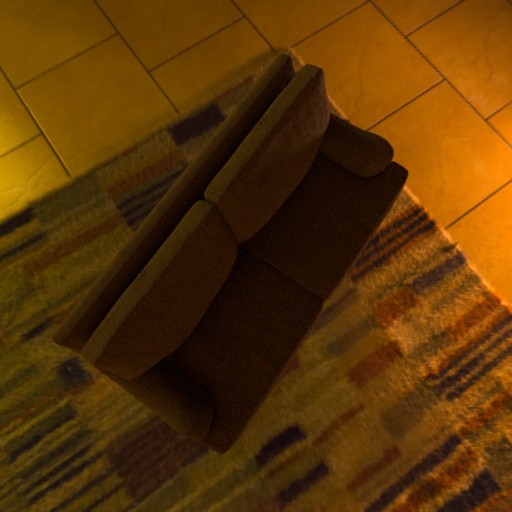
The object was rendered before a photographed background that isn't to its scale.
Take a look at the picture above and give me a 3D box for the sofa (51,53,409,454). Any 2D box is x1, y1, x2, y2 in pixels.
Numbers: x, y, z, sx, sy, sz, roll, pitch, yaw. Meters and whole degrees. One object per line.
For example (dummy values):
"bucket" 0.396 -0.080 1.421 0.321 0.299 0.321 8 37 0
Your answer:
"sofa" 0.000 0.000 2.790 1.086 1.087 2.165 34 77 9
